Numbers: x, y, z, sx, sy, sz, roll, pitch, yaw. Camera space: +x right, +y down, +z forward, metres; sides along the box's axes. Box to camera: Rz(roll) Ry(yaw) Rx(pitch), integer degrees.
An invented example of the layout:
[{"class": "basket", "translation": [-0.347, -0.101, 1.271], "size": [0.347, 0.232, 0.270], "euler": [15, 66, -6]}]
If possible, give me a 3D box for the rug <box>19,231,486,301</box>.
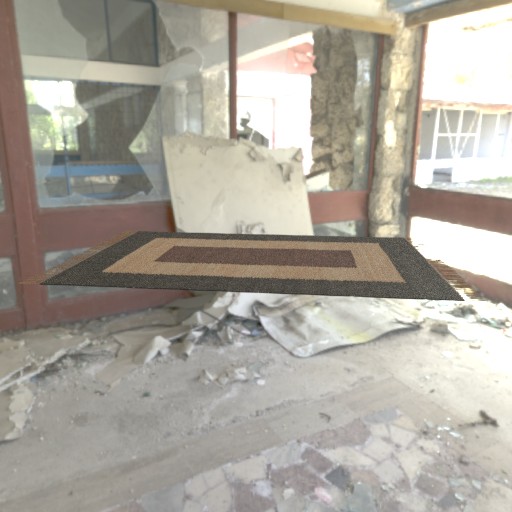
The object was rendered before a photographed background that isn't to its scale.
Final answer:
[{"class": "rug", "translation": [0.000, 0.000, 1.872], "size": [1.541, 0.013, 0.920], "euler": [2, 15, 7]}]
